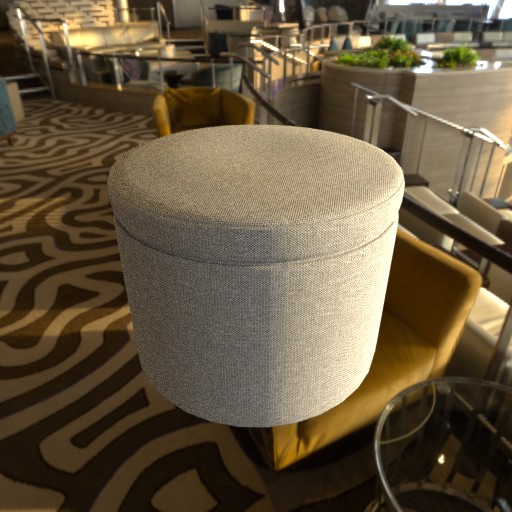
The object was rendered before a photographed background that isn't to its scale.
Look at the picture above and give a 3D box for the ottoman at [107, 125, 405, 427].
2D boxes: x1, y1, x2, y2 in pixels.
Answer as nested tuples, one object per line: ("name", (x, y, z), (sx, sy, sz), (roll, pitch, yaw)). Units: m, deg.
("ottoman", (0.000, 0.000, 0.865), (0.500, 0.419, 0.500), (0, 30, 0))
